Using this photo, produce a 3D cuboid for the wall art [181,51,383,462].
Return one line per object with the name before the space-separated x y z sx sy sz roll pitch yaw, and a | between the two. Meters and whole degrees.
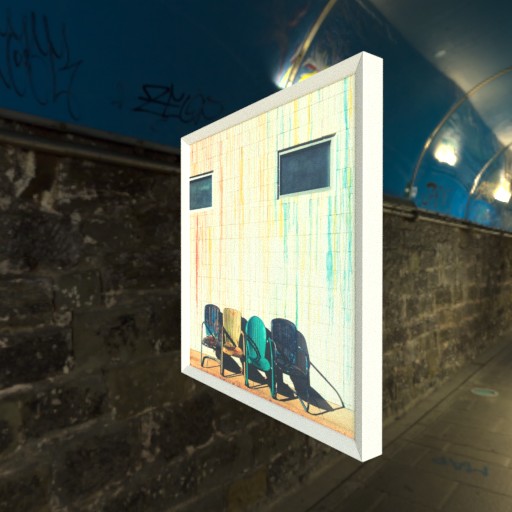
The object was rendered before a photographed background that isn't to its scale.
wall art | 0.000 0.000 0.765 0.037 0.508 0.508 0 1 -35
